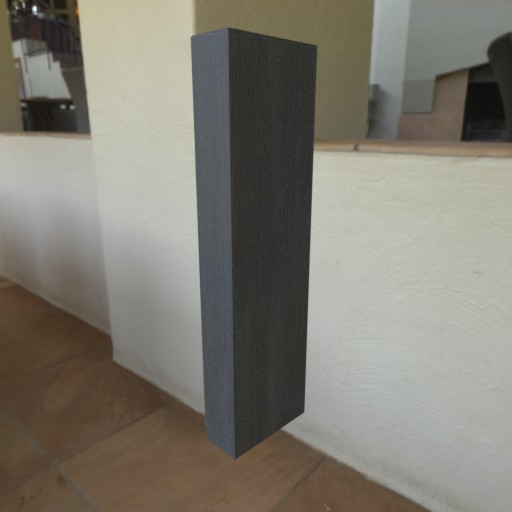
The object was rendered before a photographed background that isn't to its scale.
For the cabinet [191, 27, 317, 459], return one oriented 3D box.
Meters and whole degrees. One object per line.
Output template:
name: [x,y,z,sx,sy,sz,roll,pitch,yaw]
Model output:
cabinet: [0.000,0.000,2.024,0.500,1.790,0.230,-15,22,-43]
